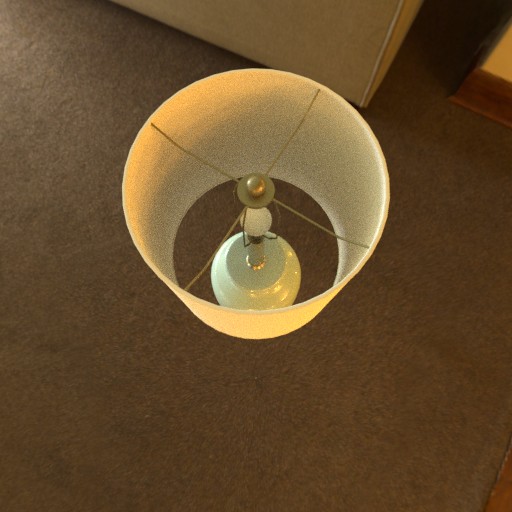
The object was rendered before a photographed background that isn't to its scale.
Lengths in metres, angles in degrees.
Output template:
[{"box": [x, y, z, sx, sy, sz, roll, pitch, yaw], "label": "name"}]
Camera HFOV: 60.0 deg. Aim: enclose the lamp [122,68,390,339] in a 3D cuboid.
[{"box": [0.000, 0.000, 1.112, 0.418, 0.871, 0.418, -19, 75, -5], "label": "lamp"}]
